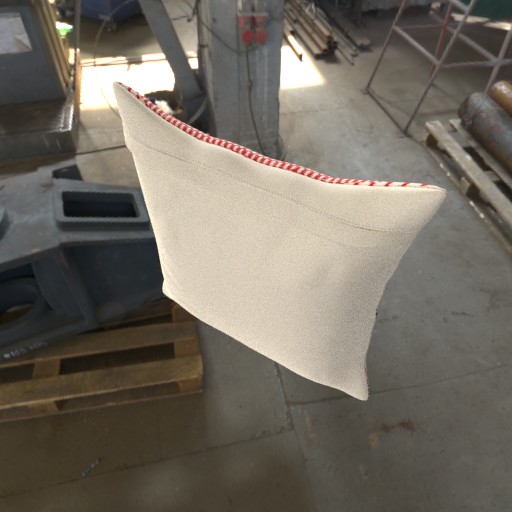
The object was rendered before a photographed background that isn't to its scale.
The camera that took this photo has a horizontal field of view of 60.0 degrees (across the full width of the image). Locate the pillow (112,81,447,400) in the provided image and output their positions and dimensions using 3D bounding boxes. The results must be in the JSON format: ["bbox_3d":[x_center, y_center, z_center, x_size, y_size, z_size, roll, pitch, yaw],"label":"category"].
[{"bbox_3d":[0.000,0.000,0.695,0.463,0.454,0.160,24,51,22],"label":"pillow"}]
